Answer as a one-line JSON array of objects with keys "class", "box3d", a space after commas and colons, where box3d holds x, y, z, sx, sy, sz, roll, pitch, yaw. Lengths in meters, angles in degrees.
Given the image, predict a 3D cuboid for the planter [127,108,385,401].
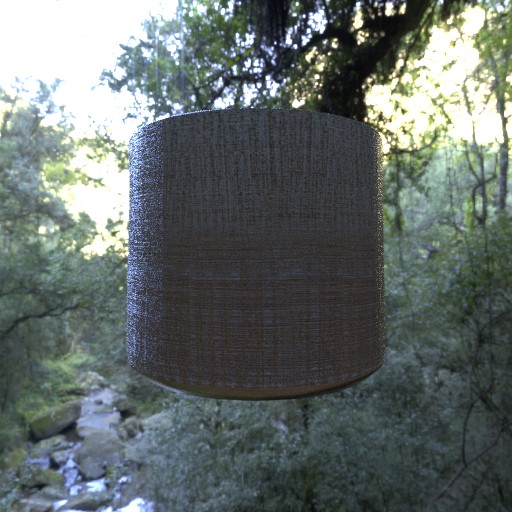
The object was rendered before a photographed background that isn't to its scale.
[{"class": "planter", "box3d": [0.000, 0.000, 0.194, 0.109, 0.096, 0.109, 0, 0, 0]}]
